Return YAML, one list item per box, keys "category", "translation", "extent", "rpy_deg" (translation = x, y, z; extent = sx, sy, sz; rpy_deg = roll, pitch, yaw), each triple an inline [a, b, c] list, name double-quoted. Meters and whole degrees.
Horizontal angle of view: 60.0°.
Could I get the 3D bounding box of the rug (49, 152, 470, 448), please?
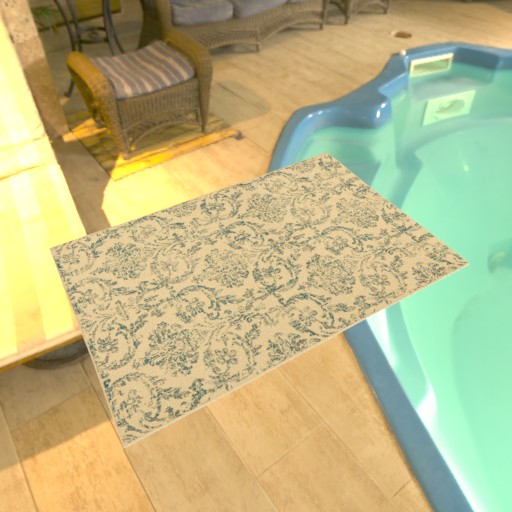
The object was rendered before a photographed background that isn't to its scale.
- category: "rug"
  translation: [0.000, 0.000, 3.460]
  extent: [2.746, 0.018, 1.819]
  rpy_deg: [-23, 50, -21]
